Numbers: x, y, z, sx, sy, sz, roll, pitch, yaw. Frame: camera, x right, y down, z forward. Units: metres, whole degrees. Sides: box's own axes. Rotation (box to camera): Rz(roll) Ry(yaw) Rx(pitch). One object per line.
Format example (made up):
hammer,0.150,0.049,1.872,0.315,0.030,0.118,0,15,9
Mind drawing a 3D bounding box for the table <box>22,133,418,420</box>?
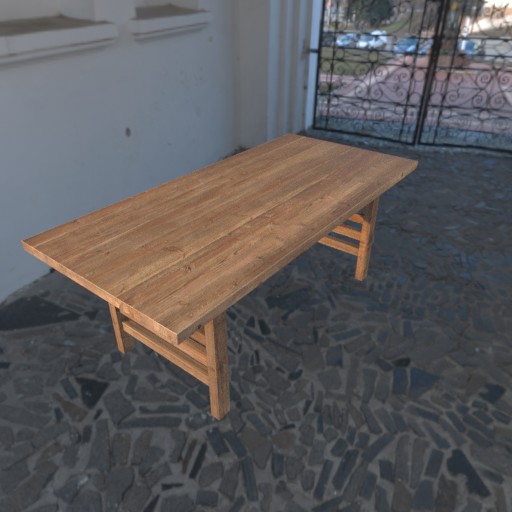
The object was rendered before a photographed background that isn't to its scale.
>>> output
table,0.000,0.000,2.491,0.952,0.760,2.003,22,38,32
